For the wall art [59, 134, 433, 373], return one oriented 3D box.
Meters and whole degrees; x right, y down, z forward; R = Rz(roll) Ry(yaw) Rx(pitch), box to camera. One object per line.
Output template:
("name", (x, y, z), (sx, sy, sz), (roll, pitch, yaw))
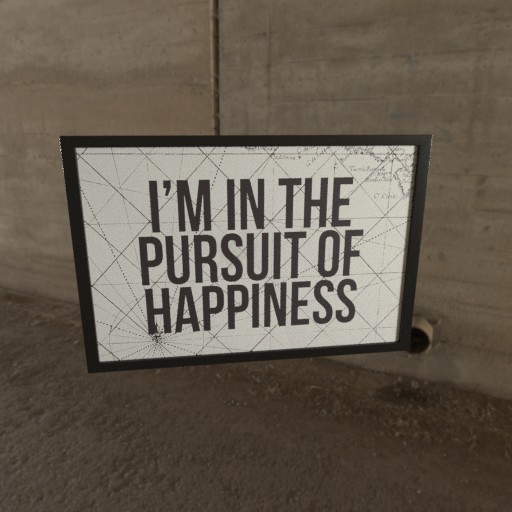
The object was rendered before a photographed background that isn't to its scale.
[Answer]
("wall art", (0.000, 0.000, 1.049), (0.819, 0.552, 0.015), (-2, 17, -8))
